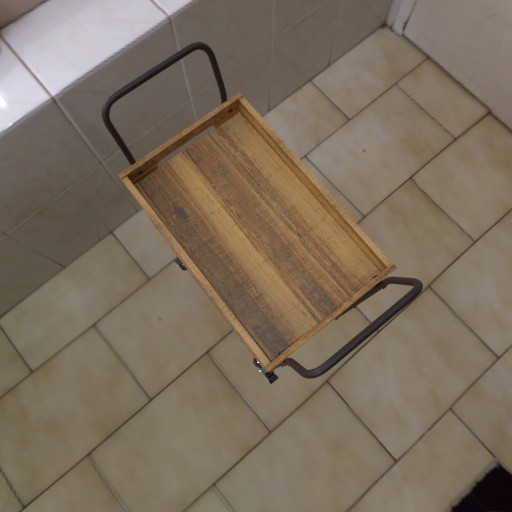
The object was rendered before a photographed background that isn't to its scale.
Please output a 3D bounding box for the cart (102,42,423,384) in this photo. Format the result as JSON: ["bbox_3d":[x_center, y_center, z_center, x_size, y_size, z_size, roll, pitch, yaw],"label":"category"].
[{"bbox_3d":[0.000,0.000,1.129,0.339,0.857,0.583,-37,78,-9],"label":"cart"}]
